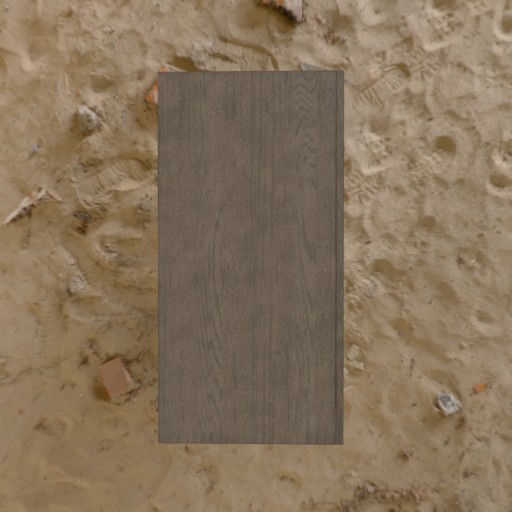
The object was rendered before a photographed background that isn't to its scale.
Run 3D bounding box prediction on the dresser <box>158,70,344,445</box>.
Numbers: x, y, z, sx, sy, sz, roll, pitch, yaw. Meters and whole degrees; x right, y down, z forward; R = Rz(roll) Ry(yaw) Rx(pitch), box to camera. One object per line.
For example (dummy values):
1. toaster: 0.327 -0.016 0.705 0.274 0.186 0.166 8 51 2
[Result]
1. dresser: 0.000 0.000 1.794 0.483 1.295 0.967 0 91 1
